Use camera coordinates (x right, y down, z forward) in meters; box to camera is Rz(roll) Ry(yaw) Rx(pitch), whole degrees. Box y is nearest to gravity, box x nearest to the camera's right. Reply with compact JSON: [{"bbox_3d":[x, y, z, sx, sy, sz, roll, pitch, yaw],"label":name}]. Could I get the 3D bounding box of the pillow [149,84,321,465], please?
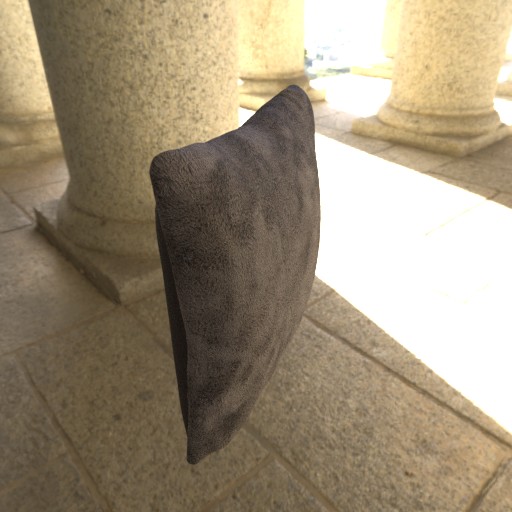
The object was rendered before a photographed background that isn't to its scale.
[{"bbox_3d":[0.000,0.000,0.785,0.204,0.520,0.522,10,33,17],"label":"pillow"}]
